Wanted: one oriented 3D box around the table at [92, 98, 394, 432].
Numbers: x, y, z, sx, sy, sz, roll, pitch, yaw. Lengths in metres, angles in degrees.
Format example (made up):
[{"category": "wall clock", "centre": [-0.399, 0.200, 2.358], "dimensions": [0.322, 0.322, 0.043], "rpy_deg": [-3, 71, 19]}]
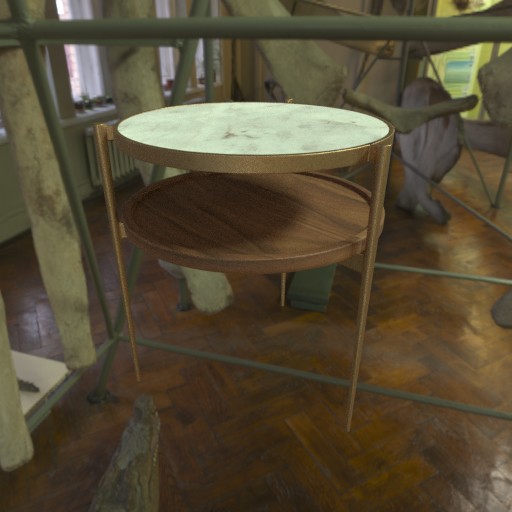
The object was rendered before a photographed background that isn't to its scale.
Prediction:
[{"category": "table", "centre": [0.000, 0.000, 0.811], "dimensions": [0.430, 0.493, 0.456], "rpy_deg": [8, 28, 16]}]
